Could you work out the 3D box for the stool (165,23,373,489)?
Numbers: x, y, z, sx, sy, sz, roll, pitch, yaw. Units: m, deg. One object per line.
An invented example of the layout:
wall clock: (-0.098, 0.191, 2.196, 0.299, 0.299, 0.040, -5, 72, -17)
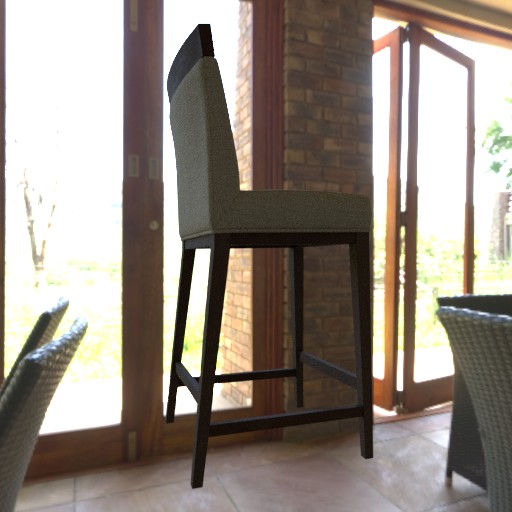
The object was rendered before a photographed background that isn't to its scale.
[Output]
stool: (0.000, 0.000, 1.368, 0.531, 1.117, 0.511, 0, -1, -19)
